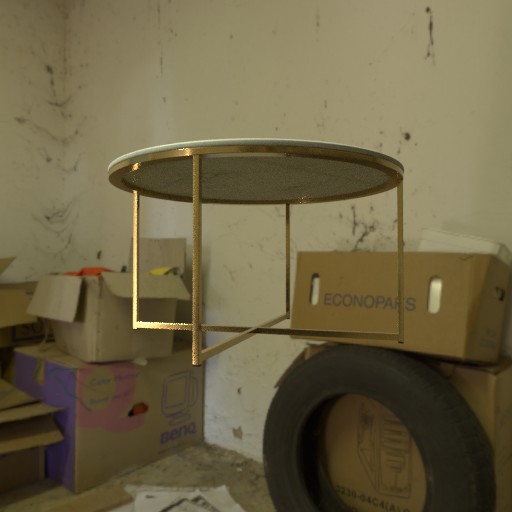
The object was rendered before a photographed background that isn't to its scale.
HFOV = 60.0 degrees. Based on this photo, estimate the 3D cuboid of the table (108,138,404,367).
[{"bbox_3d":[0.000,0.000,1.258,0.800,0.450,0.800,0,-1,0],"label":"table"}]
